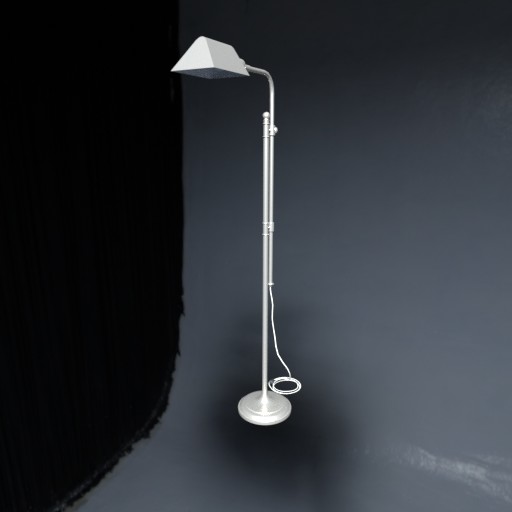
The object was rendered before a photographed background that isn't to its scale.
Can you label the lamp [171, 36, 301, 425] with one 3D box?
[{"bbox_3d":[0.000,0.000,1.873,0.256,1.571,0.813,8,17,28],"label":"lamp"}]
